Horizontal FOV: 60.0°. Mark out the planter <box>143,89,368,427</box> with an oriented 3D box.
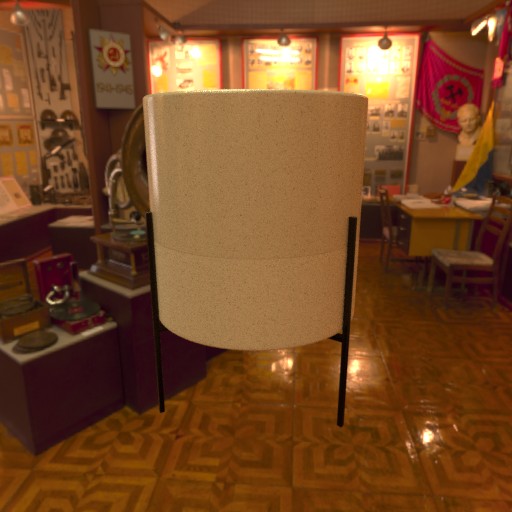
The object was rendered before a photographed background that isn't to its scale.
[{"bbox_3d":[0.000,0.000,0.704,0.314,0.475,0.323,2,16,7],"label":"planter"}]
